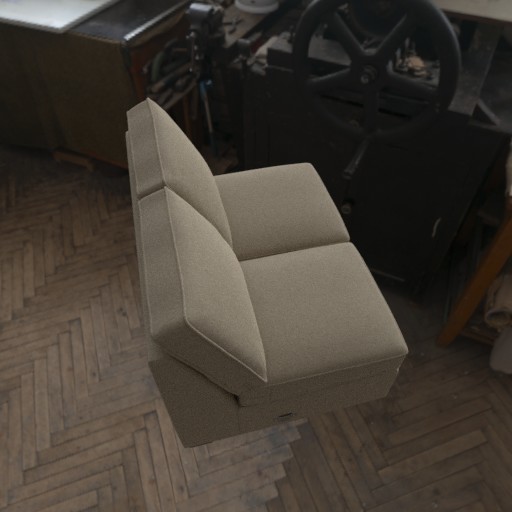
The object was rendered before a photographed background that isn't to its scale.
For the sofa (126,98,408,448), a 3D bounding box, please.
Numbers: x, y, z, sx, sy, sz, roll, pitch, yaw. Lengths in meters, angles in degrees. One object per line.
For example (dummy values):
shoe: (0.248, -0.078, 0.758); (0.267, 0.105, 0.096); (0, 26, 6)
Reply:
sofa: (0.000, 0.000, 1.997); (0.951, 1.008, 1.237); (-11, 50, -9)
